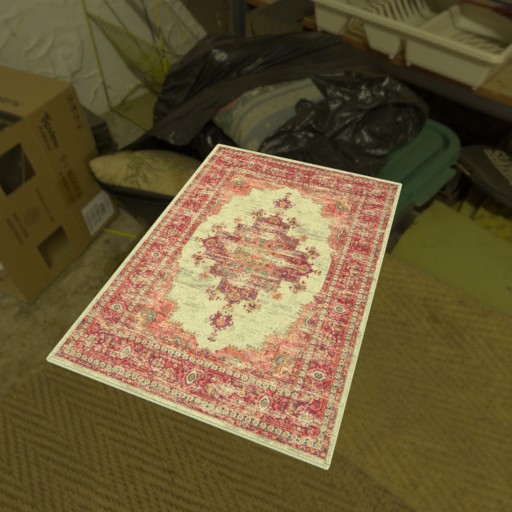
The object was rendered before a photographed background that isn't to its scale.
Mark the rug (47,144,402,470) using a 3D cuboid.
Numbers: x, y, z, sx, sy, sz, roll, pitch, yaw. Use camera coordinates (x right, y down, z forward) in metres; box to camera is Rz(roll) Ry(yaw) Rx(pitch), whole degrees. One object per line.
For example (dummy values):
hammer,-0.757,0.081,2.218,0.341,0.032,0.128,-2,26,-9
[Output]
rug,0.000,0.000,2.264,1.217,0.011,1.747,16,49,14
